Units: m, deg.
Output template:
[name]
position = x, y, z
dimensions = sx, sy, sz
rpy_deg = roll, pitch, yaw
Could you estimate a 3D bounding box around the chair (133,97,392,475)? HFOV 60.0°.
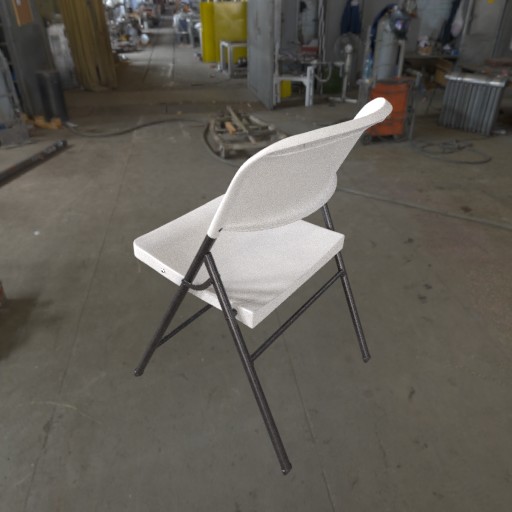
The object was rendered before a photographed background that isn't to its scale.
[chair]
position = 0.000, 0.000, 1.158
dimensions = 0.566, 0.810, 0.494
rpy_deg = 21, 37, 30
